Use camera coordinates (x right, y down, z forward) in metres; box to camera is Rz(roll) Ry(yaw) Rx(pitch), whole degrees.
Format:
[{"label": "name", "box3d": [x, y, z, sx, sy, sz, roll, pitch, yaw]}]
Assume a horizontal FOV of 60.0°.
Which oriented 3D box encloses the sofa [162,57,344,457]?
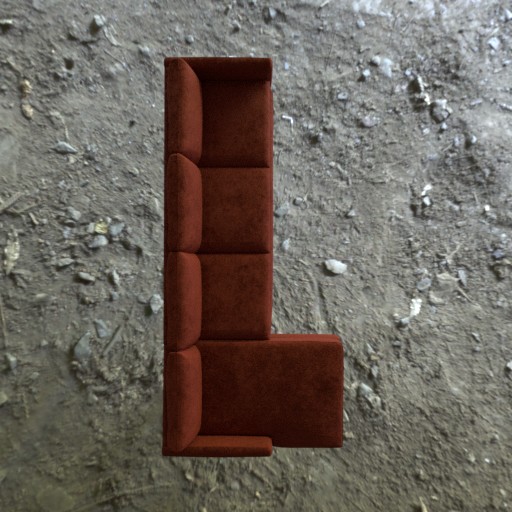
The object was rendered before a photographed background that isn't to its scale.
[{"label": "sofa", "box3d": [0.000, 0.000, 2.853, 1.136, 0.663, 2.467, 0, 89, 0]}]
